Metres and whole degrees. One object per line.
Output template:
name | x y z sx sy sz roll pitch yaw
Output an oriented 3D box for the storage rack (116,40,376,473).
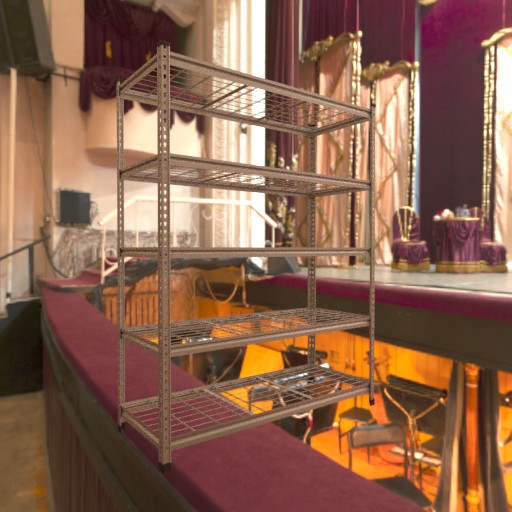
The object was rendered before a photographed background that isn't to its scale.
storage rack | 0.000 0.000 2.721 1.524 1.981 0.610 -1 1 -36
